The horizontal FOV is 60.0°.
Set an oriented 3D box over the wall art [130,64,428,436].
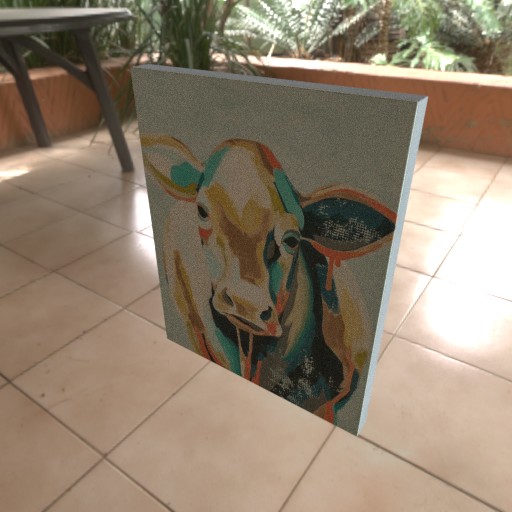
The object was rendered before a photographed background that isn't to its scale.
[{"bbox_3d":[0.000,0.000,0.678,0.409,0.509,0.037,19,36,29],"label":"wall art"}]
